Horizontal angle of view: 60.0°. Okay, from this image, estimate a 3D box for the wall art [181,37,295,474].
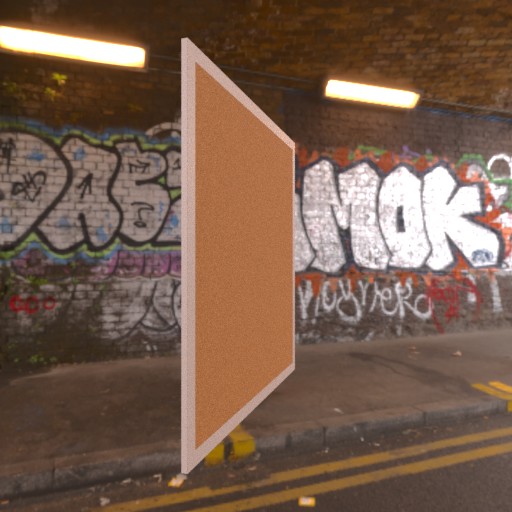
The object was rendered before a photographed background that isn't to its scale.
[{"bbox_3d":[0.000,0.000,1.210,0.013,0.813,0.812,0,0,19],"label":"wall art"}]
